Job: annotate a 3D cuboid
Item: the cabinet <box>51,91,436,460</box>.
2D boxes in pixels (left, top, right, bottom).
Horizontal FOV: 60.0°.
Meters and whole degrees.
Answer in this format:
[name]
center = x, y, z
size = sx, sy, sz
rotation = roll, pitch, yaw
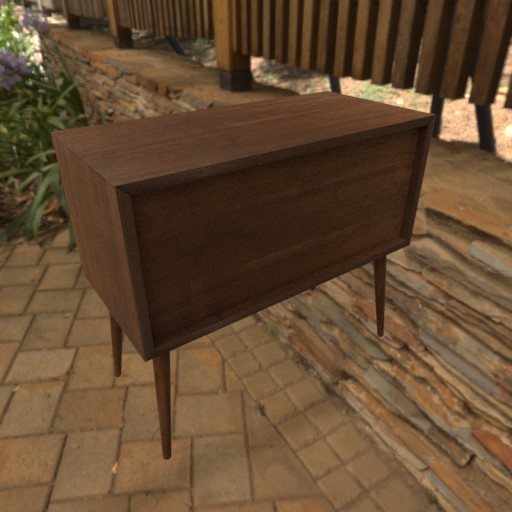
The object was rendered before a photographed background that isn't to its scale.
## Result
[cabinet]
center = 0.000, 0.000, 1.102
size = 0.743, 0.654, 0.354
rotation = -20, 36, -30
